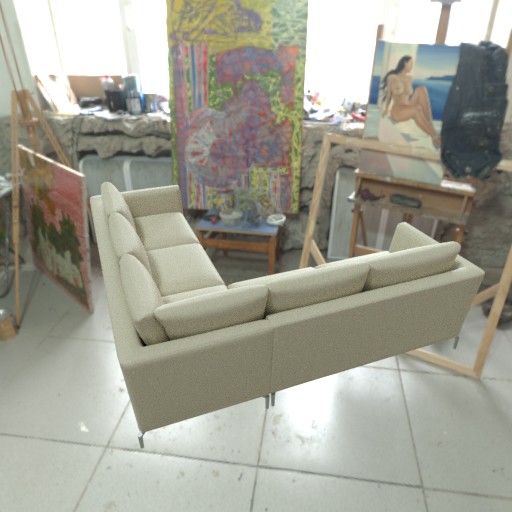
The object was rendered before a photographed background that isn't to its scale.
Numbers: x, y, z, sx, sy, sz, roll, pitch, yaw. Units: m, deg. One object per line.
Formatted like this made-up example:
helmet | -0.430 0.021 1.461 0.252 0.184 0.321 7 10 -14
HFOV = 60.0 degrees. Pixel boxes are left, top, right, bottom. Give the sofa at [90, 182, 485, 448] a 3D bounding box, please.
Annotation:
sofa | 0.000 0.000 3.714 2.430 0.867 2.448 -11 31 -19
